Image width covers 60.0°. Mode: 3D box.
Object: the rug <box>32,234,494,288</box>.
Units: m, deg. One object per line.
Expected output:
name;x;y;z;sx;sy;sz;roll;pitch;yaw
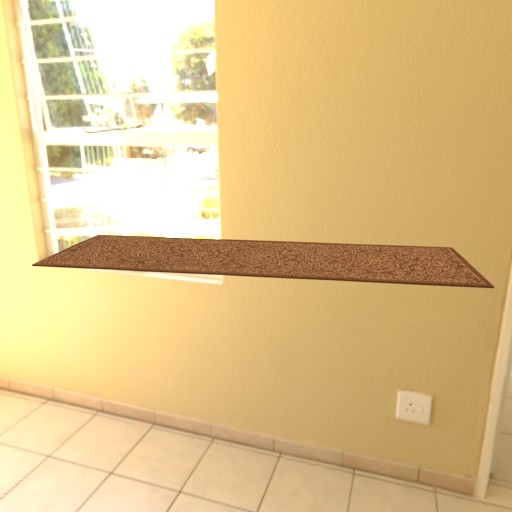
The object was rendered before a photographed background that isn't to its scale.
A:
rug;0.000;0.000;2.675;2.448;0.012;0.769;2;16;8
